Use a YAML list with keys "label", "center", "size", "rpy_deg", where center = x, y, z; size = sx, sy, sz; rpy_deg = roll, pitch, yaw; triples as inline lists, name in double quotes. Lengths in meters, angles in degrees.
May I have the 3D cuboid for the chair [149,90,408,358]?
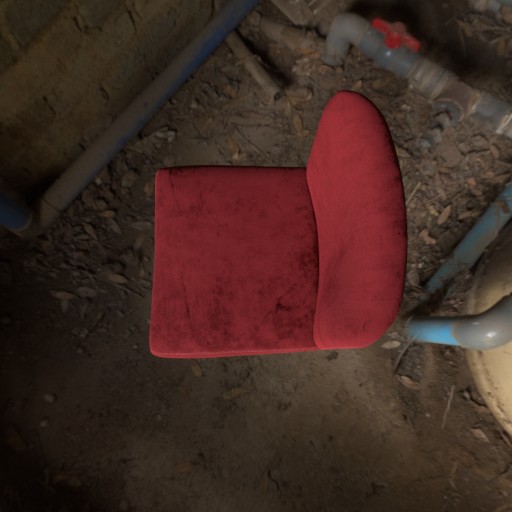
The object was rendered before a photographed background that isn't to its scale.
- label: "chair"
  center: [0.000, 0.000, 1.190]
  size: [0.560, 0.824, 0.530]
  rpy_deg: [-1, 77, 0]
